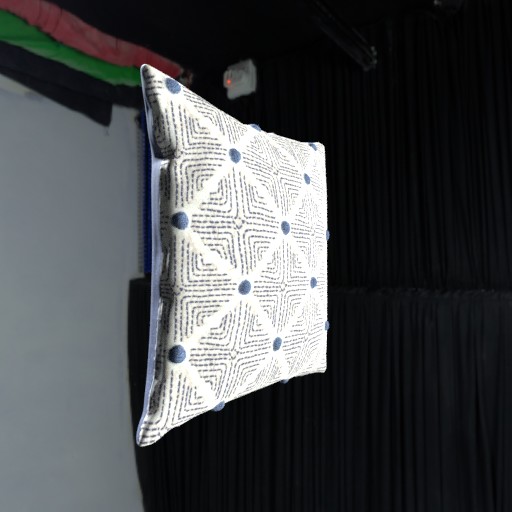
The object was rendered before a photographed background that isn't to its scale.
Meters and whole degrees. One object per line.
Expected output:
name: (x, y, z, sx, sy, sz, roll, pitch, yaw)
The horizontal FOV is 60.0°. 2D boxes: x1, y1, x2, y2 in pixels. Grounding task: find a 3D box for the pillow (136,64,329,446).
pillow: (0.000, 0.000, 0.788, 0.145, 0.510, 0.510, -1, -1, 37)
